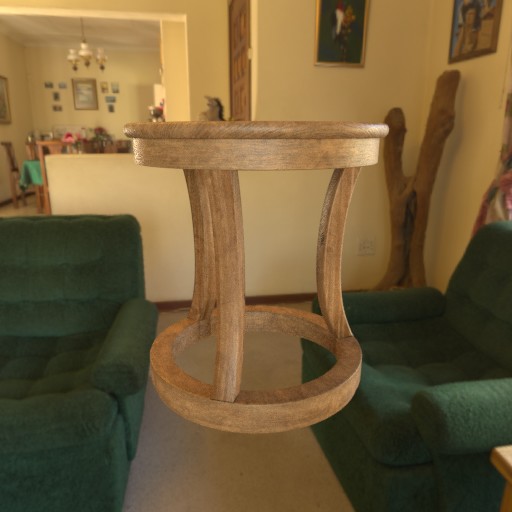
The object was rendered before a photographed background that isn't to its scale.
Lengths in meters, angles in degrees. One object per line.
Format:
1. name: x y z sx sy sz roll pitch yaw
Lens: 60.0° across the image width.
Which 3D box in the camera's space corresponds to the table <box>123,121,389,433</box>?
1. table: 0.000 0.000 0.808 0.432 0.460 0.432 0 15 0
